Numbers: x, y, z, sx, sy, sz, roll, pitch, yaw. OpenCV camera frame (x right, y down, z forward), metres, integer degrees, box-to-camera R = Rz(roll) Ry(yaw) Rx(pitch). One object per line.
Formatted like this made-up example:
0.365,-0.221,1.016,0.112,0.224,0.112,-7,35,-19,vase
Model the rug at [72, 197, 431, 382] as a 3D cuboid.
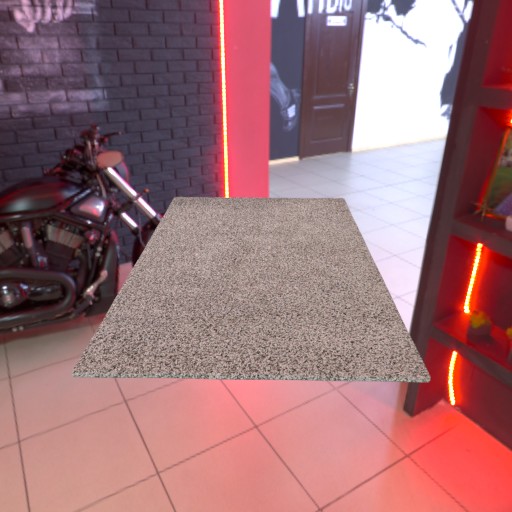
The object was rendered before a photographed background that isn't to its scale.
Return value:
0.000,0.000,3.409,1.778,0.030,2.743,1,26,1,rug
